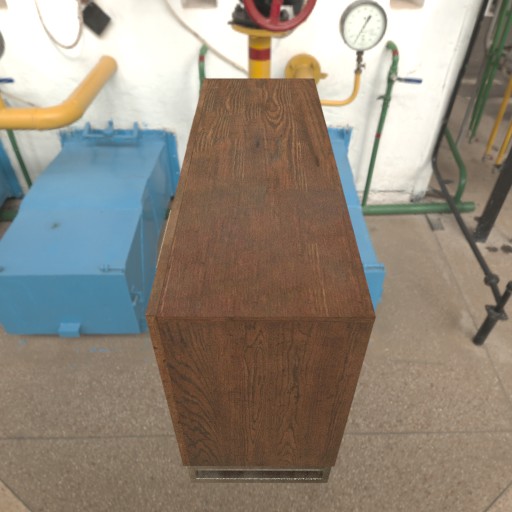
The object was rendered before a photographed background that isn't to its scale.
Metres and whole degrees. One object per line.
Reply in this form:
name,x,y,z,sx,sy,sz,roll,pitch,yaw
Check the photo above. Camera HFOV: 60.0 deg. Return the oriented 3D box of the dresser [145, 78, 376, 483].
dresser,0.000,0.000,2.094,0.623,1.061,1.646,0,42,0
